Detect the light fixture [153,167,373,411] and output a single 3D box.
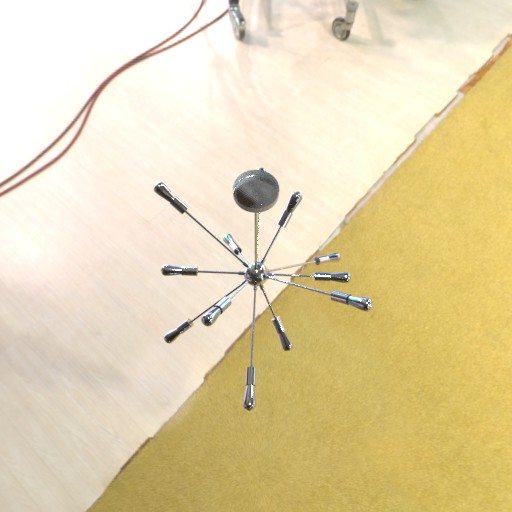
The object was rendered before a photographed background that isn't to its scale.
[{"bbox_3d":[0.000,0.000,1.067,0.509,0.558,0.684,2,64,1],"label":"light fixture"}]
